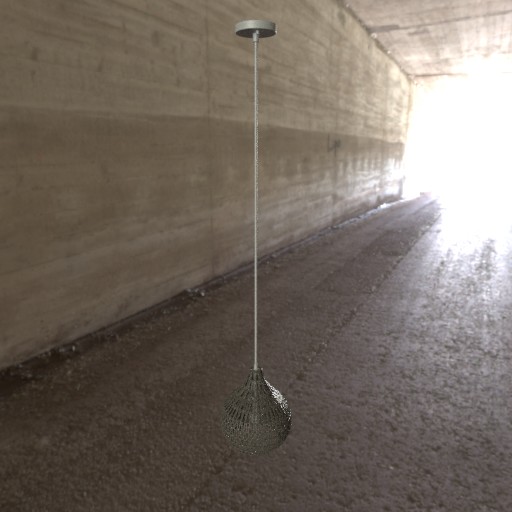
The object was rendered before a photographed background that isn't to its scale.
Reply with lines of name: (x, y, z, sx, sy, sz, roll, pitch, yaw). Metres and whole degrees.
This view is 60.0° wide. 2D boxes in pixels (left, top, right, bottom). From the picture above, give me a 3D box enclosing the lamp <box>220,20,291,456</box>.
lamp: (0.000, 0.000, 2.022, 0.355, 1.919, 0.355, -2, 14, -8)
